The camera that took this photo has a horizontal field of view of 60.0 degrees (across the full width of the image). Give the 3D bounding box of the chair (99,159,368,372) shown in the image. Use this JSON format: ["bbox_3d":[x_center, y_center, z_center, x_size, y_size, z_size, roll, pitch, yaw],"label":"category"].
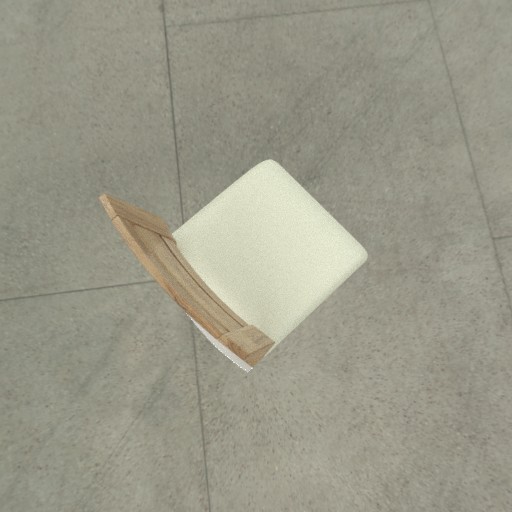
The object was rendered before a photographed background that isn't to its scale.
[{"bbox_3d":[0.000,0.000,1.300,0.561,0.955,0.457,-42,80,-9],"label":"chair"}]
